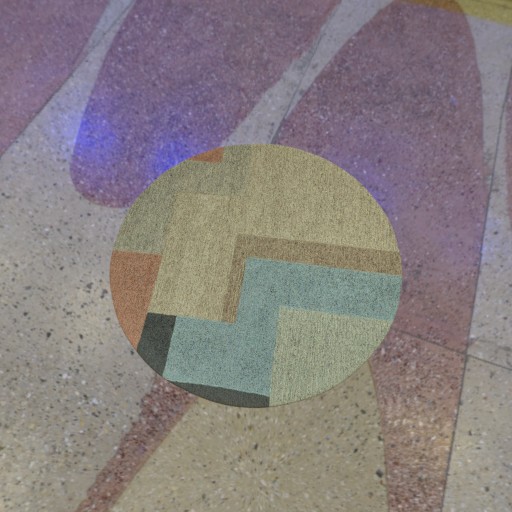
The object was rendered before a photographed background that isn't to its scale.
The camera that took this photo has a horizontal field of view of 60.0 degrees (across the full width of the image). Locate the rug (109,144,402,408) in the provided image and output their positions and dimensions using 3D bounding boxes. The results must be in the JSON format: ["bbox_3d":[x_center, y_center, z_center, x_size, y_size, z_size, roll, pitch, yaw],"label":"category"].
[{"bbox_3d":[0.000,0.000,3.766,2.461,0.033,2.461,0,63,0],"label":"rug"}]
